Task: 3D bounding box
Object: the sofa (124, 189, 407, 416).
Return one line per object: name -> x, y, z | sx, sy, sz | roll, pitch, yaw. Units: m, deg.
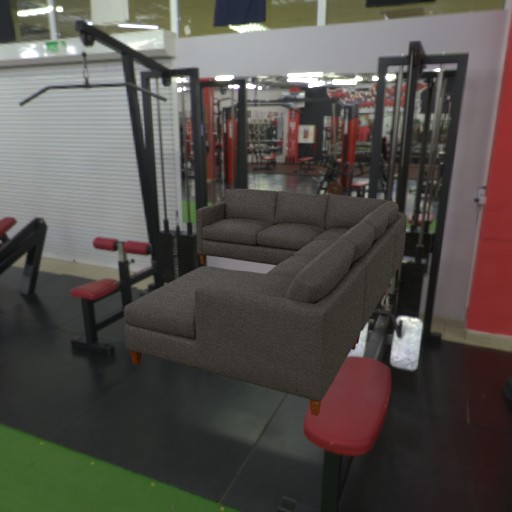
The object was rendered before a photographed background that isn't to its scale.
sofa -> 0.000, 0.000, 4.682 | 2.594, 0.961, 3.460 | 8, 18, 25
